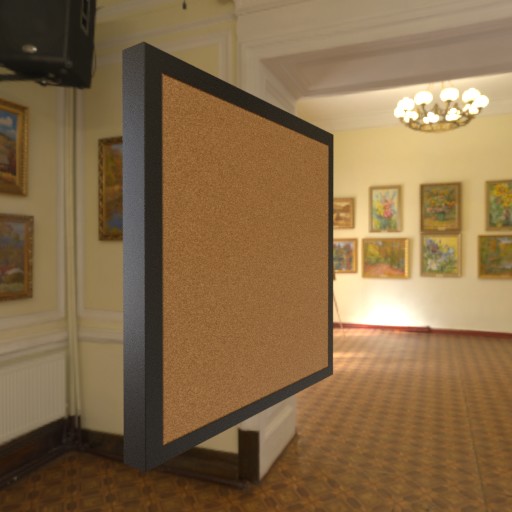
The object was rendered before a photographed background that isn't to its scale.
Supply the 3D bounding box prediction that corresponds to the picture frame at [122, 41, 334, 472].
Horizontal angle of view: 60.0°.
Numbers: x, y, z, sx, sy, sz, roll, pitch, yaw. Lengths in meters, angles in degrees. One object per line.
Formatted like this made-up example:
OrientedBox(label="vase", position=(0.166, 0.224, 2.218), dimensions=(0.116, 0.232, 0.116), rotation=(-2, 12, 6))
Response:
OrientedBox(label="picture frame", position=(0.000, 0.000, 0.516), dimensions=(0.029, 0.353, 0.355), rotation=(0, 1, 35))
